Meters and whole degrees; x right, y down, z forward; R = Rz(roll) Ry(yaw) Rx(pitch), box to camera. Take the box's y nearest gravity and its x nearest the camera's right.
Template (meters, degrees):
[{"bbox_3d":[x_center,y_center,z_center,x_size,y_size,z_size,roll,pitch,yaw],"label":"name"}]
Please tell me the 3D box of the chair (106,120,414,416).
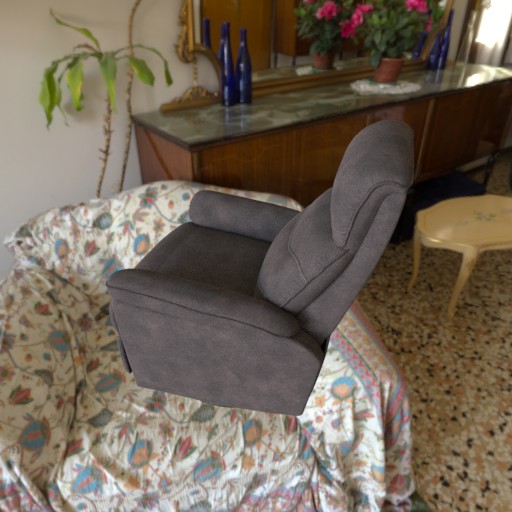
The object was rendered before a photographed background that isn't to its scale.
[{"bbox_3d":[0.000,0.000,1.726,1.009,1.035,0.830,9,33,14],"label":"chair"}]
